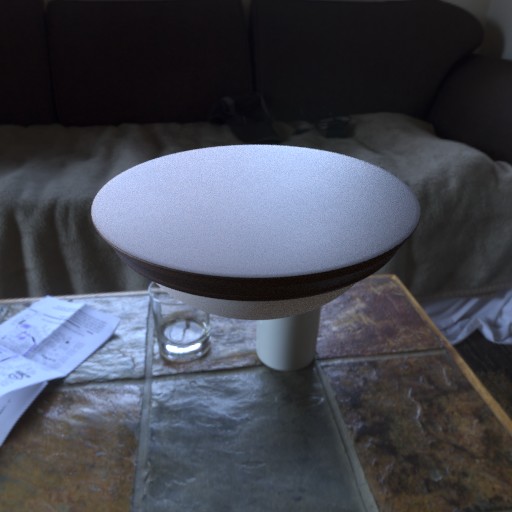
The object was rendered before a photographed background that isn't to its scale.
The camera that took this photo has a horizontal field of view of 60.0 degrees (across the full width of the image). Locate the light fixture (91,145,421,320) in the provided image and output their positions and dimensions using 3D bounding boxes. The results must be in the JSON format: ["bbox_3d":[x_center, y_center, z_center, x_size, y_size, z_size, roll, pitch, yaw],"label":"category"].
[{"bbox_3d":[0.000,0.000,0.428,0.280,0.135,0.280,0,31,0],"label":"light fixture"}]
